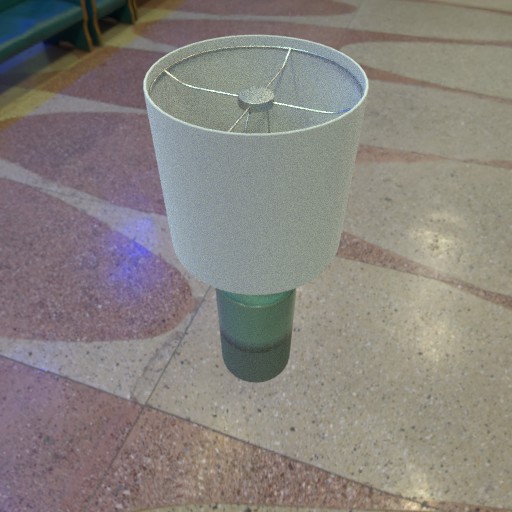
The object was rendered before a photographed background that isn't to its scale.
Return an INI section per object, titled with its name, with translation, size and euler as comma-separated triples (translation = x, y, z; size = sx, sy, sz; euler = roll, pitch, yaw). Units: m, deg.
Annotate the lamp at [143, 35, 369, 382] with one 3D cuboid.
[lamp]
translation = 0.000, 0.000, 0.599
size = 0.212, 0.493, 0.212
euler = 16, 48, 15
